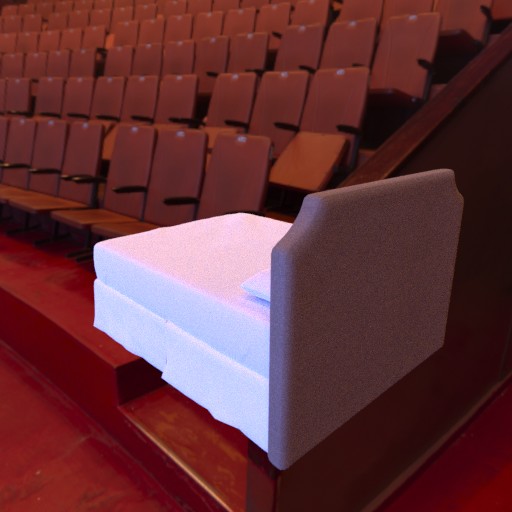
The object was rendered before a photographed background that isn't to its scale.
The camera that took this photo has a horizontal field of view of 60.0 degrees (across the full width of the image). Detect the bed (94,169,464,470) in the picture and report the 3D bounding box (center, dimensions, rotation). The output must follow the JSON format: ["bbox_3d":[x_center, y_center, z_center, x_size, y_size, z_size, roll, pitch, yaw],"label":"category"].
[{"bbox_3d":[0.000,0.000,3.128,1.693,1.290,2.116,-17,24,-41],"label":"bed"}]
